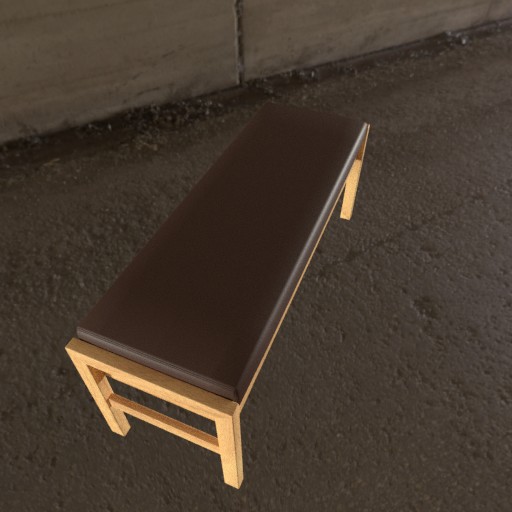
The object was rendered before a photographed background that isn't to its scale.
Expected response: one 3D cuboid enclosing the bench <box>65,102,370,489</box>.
[{"bbox_3d":[0.000,0.000,1.445,0.405,0.480,1.200,17,48,16],"label":"bench"}]
